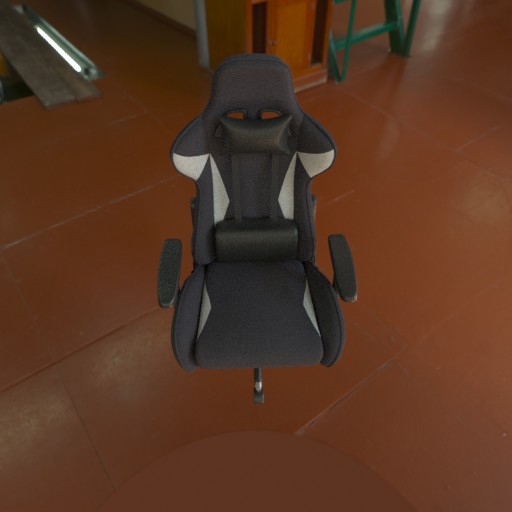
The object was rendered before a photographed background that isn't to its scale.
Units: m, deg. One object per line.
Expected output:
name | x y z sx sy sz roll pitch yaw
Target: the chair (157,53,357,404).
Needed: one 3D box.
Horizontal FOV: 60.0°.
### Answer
chair | 0.000 0.000 1.722 0.730 1.300 0.695 -2 47 -2
